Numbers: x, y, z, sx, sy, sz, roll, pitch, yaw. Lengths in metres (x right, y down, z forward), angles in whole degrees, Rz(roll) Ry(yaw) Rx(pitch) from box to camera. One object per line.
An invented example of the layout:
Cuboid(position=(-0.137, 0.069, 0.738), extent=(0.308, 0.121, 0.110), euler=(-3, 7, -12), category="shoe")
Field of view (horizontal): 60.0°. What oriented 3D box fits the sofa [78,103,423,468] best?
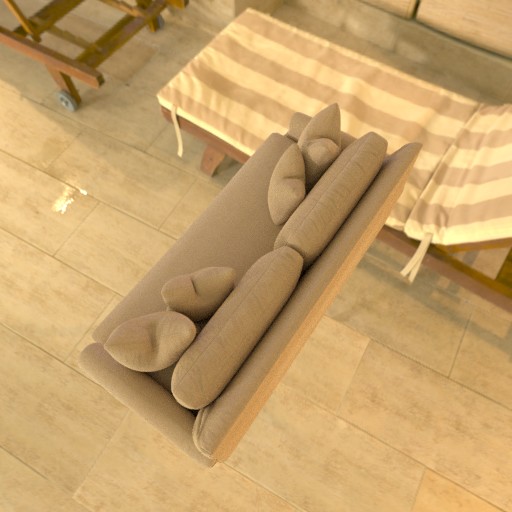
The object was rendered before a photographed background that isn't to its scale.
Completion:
Cuboid(position=(0.000, 0.000, 2.796), extent=(1.067, 0.904, 2.285), euler=(32, 67, 15), category="sofa")
